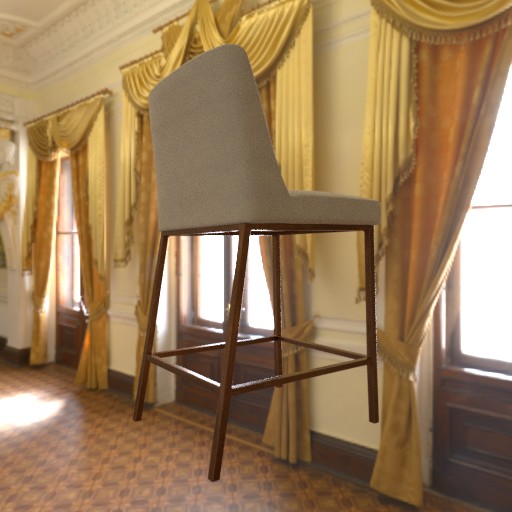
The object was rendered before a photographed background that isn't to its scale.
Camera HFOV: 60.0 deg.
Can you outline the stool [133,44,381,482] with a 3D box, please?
[{"bbox_3d":[0.000,0.000,1.306,0.576,0.973,0.507,0,0,-37],"label":"stool"}]
